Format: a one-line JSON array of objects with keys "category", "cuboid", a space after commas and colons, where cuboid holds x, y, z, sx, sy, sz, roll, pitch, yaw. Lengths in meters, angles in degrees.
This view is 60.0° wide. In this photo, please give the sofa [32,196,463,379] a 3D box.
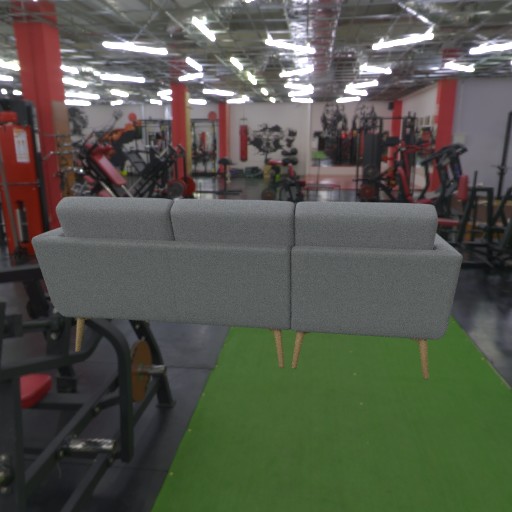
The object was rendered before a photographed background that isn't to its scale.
[{"category": "sofa", "cuboid": [0.000, 0.000, 2.766, 2.040, 0.860, 1.530, 2, 15, 9]}]
